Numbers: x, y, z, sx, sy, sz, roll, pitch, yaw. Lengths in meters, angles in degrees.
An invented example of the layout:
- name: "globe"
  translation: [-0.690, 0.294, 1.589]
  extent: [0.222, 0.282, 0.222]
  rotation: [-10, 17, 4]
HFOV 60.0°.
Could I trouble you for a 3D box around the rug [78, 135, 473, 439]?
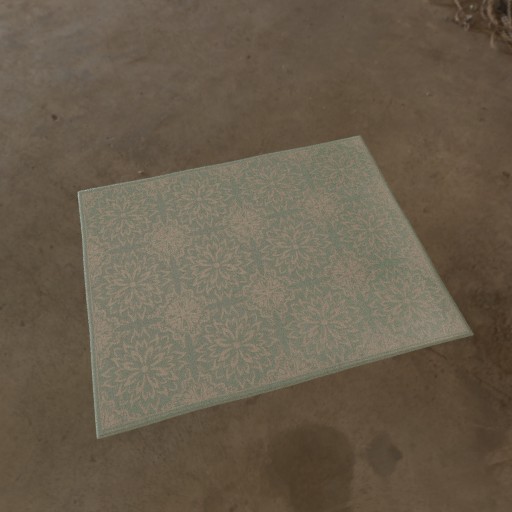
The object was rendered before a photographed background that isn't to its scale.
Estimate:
- name: "rug"
  translation: [0.000, 0.000, 3.954]
  extent: [2.980, 0.012, 2.363]
  rotation: [-13, 59, -8]
